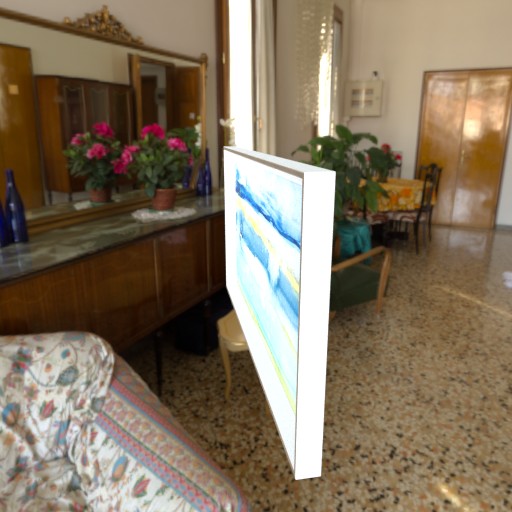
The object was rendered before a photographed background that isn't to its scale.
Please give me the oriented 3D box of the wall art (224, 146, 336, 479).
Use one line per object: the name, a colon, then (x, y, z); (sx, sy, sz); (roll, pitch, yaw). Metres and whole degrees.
wall art: (0.000, 0.000, 0.957); (0.038, 0.431, 0.812); (-3, 16, -10)
